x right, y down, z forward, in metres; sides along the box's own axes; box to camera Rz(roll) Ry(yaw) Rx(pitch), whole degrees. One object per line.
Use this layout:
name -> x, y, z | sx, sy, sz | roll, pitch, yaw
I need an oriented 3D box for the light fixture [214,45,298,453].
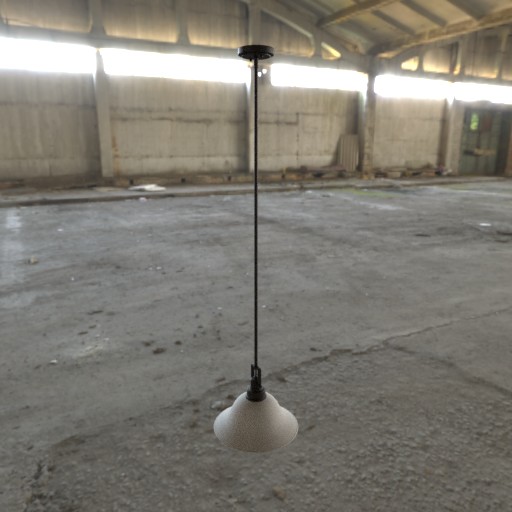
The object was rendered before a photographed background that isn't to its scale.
light fixture -> 0.000, 0.000, 1.547 | 0.324, 1.337, 0.324 | -7, 15, -27
